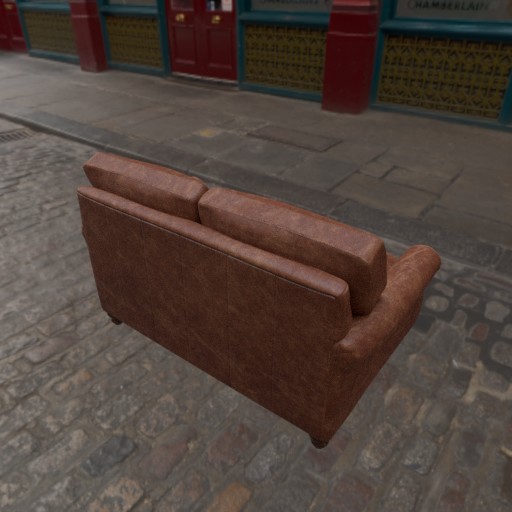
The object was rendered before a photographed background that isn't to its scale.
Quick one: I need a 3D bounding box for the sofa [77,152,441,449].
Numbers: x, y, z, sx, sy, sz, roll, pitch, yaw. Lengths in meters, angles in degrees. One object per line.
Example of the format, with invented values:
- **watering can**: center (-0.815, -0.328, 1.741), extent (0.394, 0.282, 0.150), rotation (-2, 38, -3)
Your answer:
- **sofa**: center (0.000, 0.000, 2.238), extent (1.616, 0.967, 0.990), rotation (21, 37, 31)
